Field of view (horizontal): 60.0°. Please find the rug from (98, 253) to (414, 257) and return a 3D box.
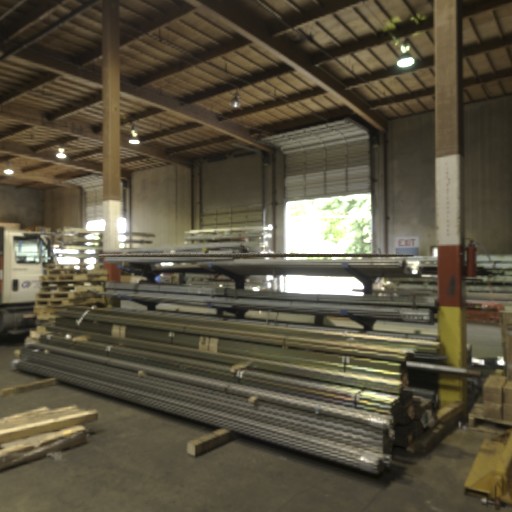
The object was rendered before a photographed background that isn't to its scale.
[{"bbox_3d":[0.000,0.000,2.380,1.598,0.010,1.598,0,0,0],"label":"rug"}]
